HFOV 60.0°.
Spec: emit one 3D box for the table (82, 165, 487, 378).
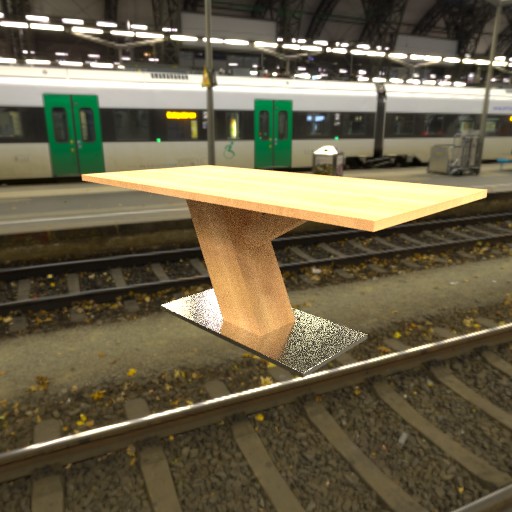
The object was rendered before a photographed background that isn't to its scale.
[{"bbox_3d":[0.000,0.000,2.236,1.800,0.750,0.900,15,22,42],"label":"table"}]
